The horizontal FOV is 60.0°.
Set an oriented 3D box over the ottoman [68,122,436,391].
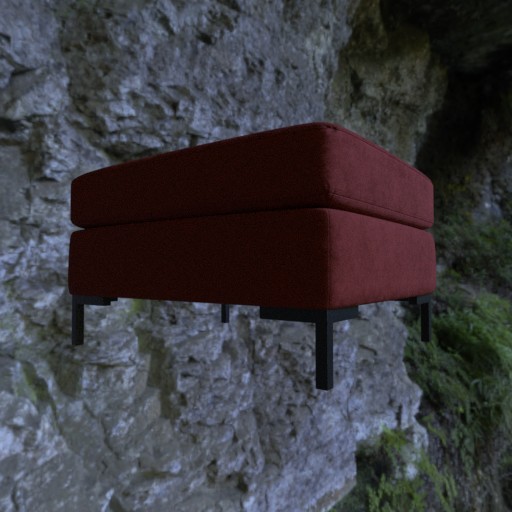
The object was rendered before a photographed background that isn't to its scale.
[{"bbox_3d":[0.000,0.000,1.180,0.782,0.462,0.650,-1,-2,36],"label":"ottoman"}]
